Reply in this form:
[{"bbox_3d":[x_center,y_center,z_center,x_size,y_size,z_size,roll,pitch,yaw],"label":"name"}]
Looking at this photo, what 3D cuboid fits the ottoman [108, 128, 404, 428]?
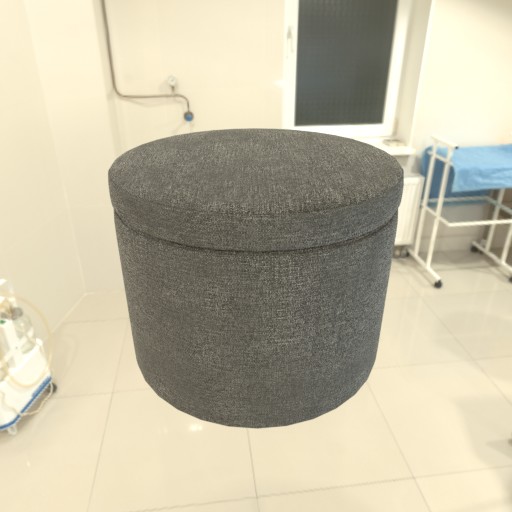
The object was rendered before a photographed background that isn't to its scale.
[{"bbox_3d":[0.000,0.000,0.859,0.500,0.419,0.500,0,28,0],"label":"ottoman"}]
